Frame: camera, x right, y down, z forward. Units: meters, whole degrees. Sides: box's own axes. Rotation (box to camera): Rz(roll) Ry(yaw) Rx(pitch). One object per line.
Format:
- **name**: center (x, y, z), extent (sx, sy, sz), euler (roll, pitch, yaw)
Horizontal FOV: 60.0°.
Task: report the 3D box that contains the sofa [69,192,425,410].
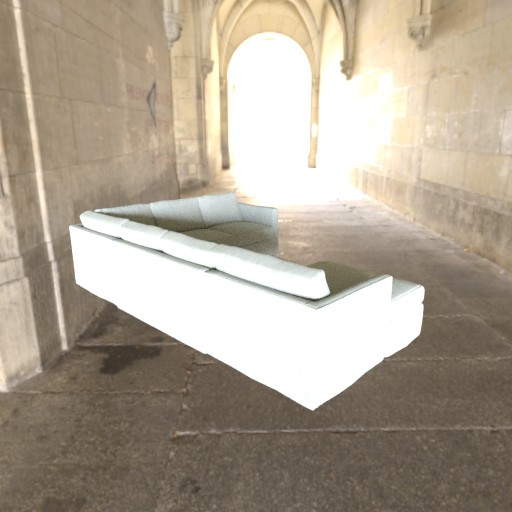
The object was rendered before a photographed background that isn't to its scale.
- **sofa**: center (0.000, 0.000, 4.630), extent (3.434, 0.869, 2.440), euler (15, 22, 42)
